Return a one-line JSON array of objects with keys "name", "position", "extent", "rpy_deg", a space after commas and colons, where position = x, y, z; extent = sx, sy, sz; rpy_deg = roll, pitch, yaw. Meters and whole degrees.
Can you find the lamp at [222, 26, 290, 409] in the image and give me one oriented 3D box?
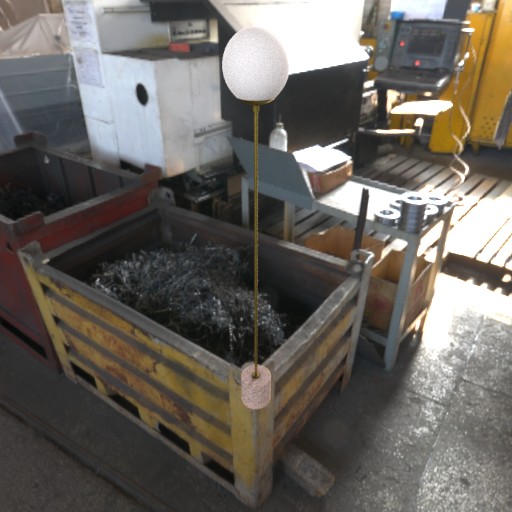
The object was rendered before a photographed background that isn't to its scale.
[{"name": "lamp", "position": [0.000, 0.000, 1.894], "extent": [0.229, 1.748, 0.229], "rpy_deg": [-1, 31, -2]}]
